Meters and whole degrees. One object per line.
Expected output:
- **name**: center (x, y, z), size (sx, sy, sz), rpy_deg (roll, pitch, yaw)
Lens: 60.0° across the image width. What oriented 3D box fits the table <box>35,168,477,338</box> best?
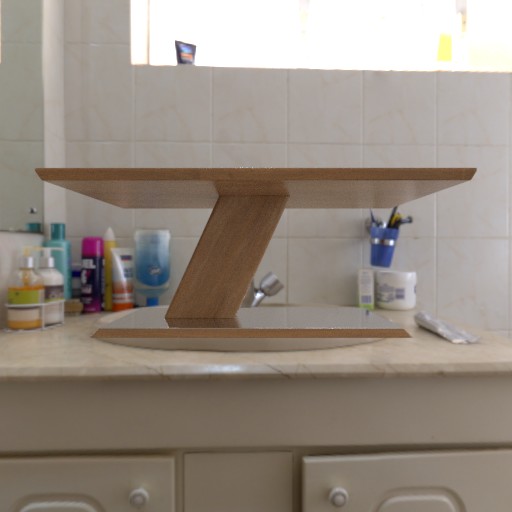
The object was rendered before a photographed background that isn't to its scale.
- **table**: center (0.000, 0.000, 1.448), size (1.100, 0.441, 0.692), rpy_deg (0, 0, 0)
